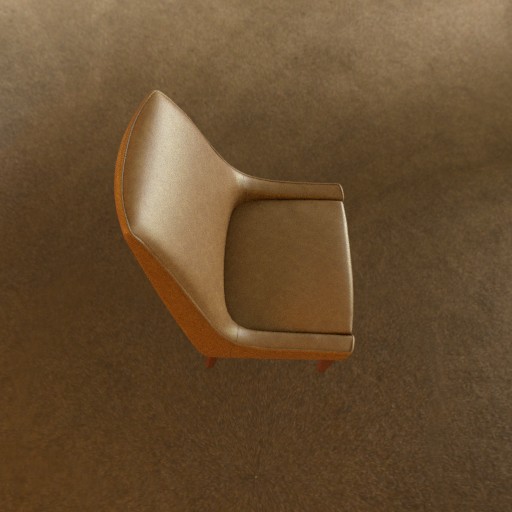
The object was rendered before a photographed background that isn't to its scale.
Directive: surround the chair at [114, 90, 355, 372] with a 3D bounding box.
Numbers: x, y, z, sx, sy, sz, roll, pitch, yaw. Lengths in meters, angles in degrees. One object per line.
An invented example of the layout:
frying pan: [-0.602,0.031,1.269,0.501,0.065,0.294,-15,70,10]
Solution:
chair: [0.000,0.000,1.232,0.544,0.861,0.529,1,64,1]
